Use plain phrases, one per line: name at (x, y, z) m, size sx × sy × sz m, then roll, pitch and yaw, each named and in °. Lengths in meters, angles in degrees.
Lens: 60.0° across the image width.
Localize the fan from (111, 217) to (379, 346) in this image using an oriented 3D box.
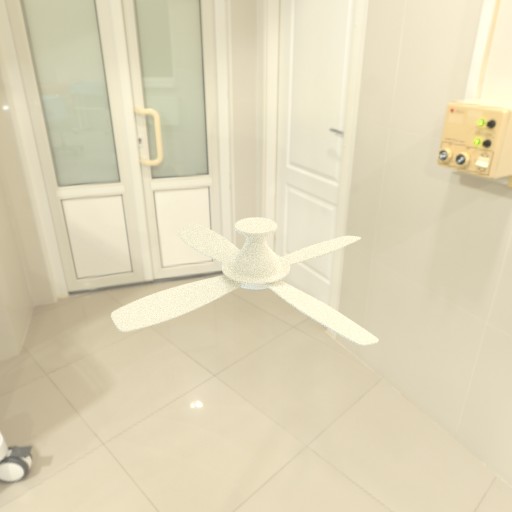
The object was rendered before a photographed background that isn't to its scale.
fan at (0.000, 0.000, 2.521) m, size 1.693 × 0.382 × 1.694 m, roll -19°, pitch 32°, yaw -33°
